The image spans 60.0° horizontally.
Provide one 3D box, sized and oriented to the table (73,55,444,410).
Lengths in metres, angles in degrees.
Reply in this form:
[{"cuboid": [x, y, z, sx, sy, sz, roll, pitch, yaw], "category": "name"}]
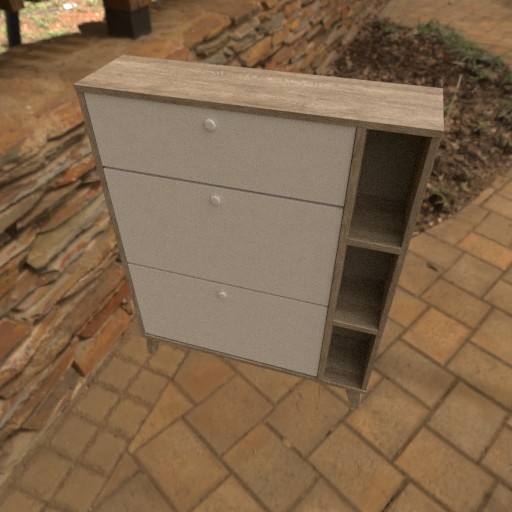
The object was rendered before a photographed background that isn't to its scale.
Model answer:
[{"cuboid": [0.000, 0.000, 1.494, 0.902, 1.135, 0.256, 11, 42, 13], "category": "table"}]
